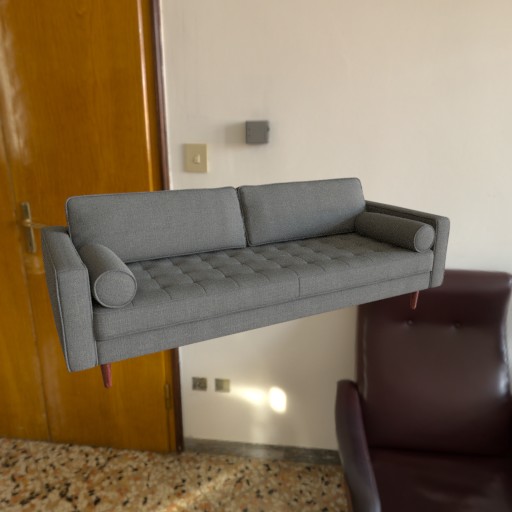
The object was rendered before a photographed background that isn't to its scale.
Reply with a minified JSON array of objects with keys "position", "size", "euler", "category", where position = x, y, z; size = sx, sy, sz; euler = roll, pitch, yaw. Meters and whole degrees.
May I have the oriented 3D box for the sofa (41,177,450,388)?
[{"position":[0.000,0.000,2.574],"size":[2.198,0.762,0.914],"euler":[-9,18,-27],"category":"sofa"}]
